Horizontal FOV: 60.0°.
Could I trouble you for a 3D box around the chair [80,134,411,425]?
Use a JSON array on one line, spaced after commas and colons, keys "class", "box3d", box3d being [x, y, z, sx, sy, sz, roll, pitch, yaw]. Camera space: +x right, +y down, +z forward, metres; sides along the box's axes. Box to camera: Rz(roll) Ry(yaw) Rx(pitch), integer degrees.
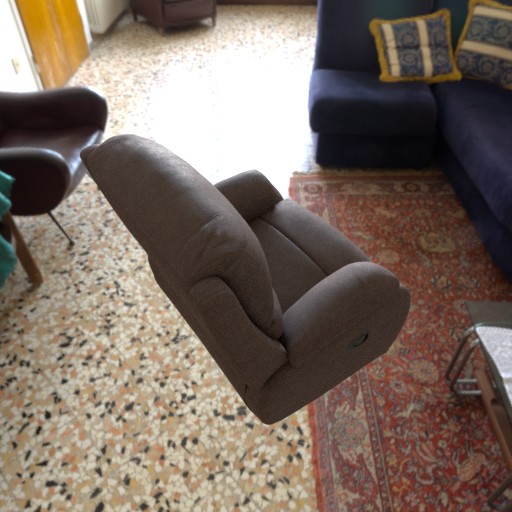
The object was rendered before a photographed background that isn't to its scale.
[{"class": "chair", "box3d": [0.000, 0.000, 1.718, 0.899, 1.011, 0.930, -25, 48, -25]}]
